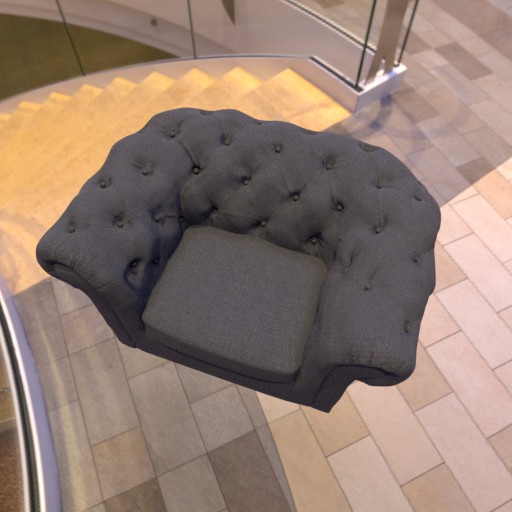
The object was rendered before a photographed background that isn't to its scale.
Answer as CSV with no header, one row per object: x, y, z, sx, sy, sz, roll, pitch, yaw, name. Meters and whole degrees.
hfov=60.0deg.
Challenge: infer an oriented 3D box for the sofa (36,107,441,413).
0.000,0.000,2.001,1.405,0.878,1.032,16,58,10,sofa
